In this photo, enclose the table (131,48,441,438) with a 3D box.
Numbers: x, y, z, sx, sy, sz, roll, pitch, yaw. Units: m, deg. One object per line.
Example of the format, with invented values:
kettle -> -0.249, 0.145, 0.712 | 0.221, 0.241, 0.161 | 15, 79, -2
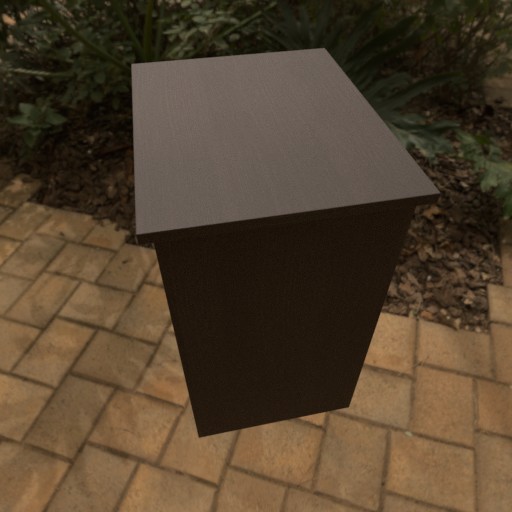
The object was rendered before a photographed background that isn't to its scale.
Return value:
table -> 0.000, 0.000, 0.927 | 0.381, 0.635, 0.480 | -8, 47, -8
